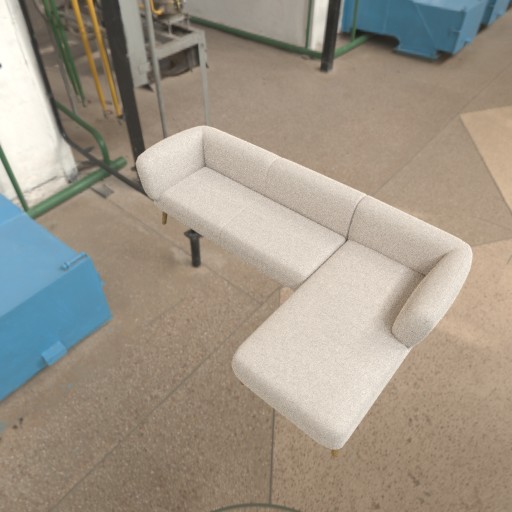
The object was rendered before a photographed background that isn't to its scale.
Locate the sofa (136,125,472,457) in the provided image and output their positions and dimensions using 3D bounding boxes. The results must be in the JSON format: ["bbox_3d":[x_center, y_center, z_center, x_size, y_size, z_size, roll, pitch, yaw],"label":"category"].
[{"bbox_3d":[0.000,0.000,3.326,2.660,0.730,1.610,31,53,27],"label":"sofa"}]
